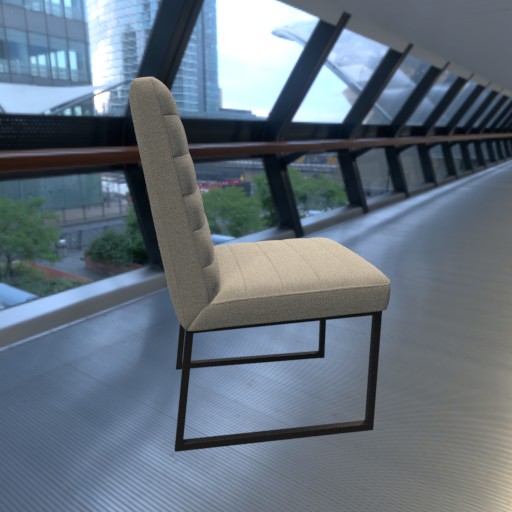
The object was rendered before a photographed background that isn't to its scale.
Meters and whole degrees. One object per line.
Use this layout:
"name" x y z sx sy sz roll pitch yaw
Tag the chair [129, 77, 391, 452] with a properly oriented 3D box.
"chair" 0.000 0.000 1.316 0.634 0.930 0.520 -2 15 -9
